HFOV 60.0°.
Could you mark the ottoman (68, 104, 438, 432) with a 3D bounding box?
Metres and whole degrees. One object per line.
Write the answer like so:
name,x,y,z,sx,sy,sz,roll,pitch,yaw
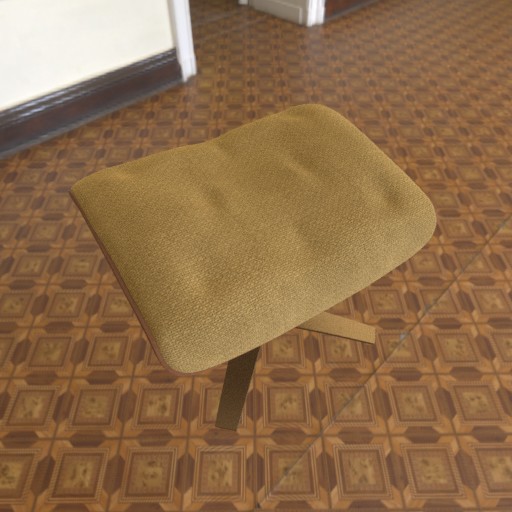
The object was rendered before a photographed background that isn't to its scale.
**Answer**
ottoman,0.000,0.000,0.841,0.520,0.391,0.394,-25,51,-22
